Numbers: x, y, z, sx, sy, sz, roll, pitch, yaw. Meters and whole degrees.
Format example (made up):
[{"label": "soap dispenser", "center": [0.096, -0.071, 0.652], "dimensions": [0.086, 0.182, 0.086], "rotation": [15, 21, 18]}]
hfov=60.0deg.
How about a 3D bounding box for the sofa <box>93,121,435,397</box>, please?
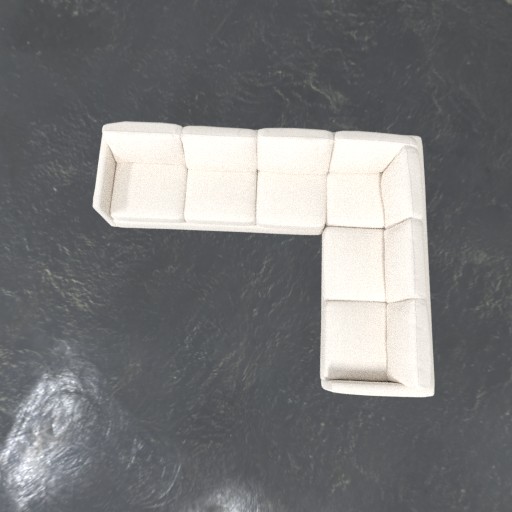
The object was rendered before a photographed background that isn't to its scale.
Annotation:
[{"label": "sofa", "center": [0.000, 0.000, 4.471], "dimensions": [3.302, 0.947, 2.593], "rotation": [2, 76, 1]}]
